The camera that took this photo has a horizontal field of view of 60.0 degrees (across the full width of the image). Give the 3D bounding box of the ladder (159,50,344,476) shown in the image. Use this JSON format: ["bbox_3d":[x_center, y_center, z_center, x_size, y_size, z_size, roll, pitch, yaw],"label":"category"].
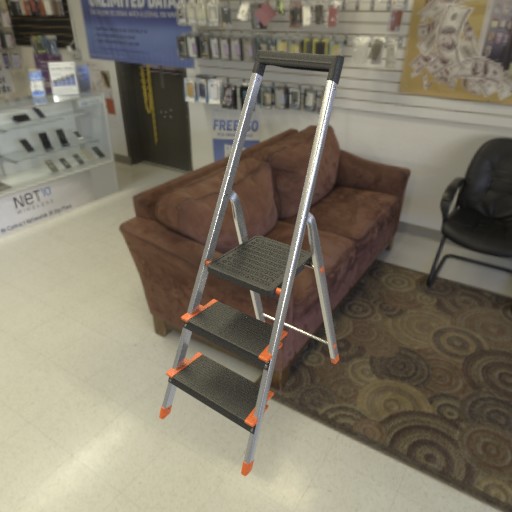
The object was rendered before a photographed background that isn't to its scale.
[{"bbox_3d":[0.000,0.000,1.503,0.416,1.229,0.686,20,36,31],"label":"ladder"}]
